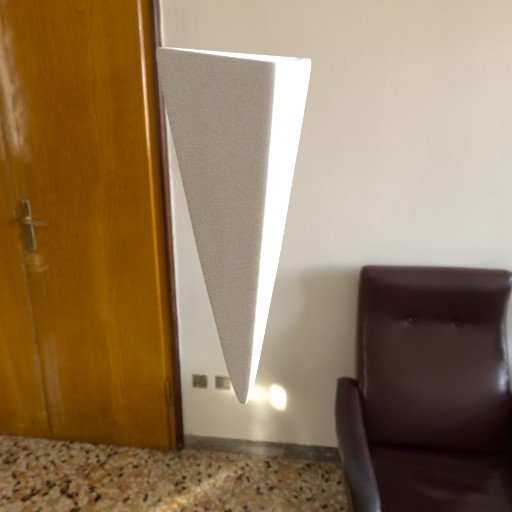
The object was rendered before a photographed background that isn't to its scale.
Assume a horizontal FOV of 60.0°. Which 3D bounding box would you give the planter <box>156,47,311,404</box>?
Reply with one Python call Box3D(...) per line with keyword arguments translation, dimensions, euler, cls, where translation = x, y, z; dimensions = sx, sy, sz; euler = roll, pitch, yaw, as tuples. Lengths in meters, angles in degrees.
Box3D(translation=(0.000, 0.000, 0.394), dimensions=(0.143, 0.338, 0.065), euler=(-9, 19, -27), cls="planter")
